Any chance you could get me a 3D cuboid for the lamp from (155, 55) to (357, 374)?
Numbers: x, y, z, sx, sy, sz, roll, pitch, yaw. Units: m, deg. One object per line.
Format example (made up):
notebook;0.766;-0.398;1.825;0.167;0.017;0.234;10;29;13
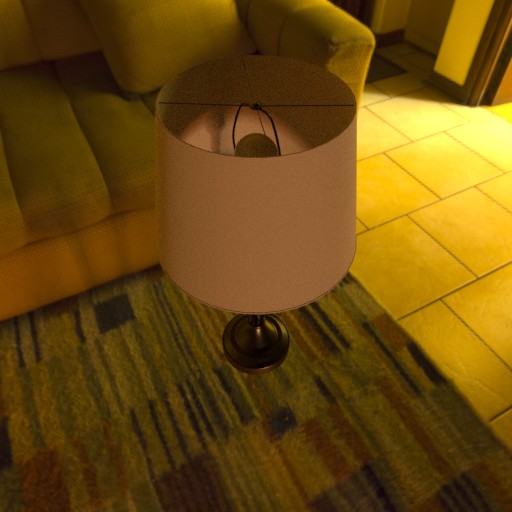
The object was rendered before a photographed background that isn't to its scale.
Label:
lamp;0.000;0.000;0.780;0.331;0.594;0.331;0;48;0
